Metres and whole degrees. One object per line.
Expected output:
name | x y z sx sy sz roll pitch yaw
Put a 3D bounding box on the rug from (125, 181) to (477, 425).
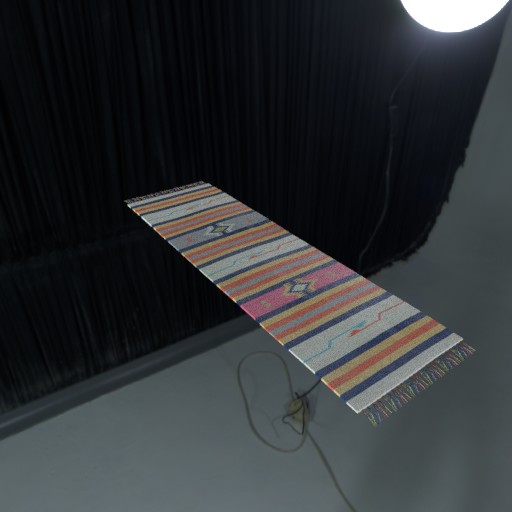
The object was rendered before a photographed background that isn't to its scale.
rug | 0.000 0.000 2.647 0.695 0.017 2.455 -21 37 -30
